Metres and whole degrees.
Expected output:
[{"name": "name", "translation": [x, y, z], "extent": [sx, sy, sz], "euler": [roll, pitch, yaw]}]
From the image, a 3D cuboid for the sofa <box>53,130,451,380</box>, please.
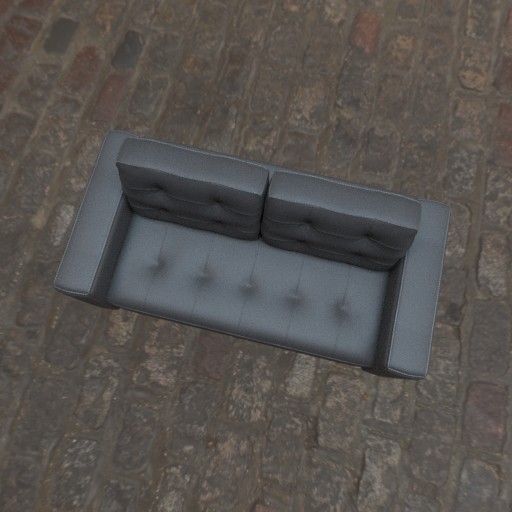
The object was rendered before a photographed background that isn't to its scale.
[{"name": "sofa", "translation": [0.000, 0.000, 2.204], "extent": [1.726, 0.893, 0.833], "euler": [13, 77, 3]}]
